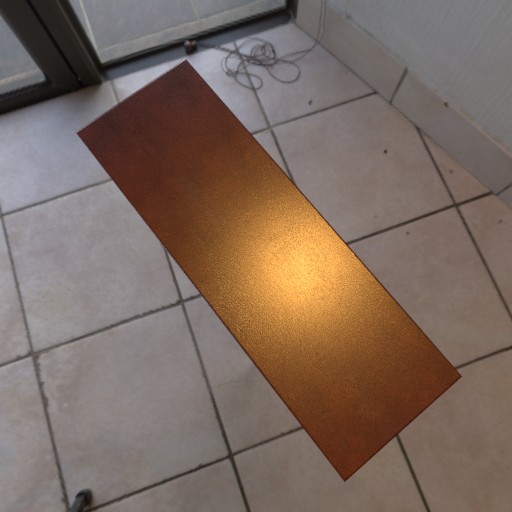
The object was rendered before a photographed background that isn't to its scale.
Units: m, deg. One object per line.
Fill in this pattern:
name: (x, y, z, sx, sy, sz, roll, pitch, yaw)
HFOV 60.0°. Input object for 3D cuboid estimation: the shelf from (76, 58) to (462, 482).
shelf: (0.000, 0.000, 0.507, 0.152, 0.088, 0.457, -38, 79, -8)
